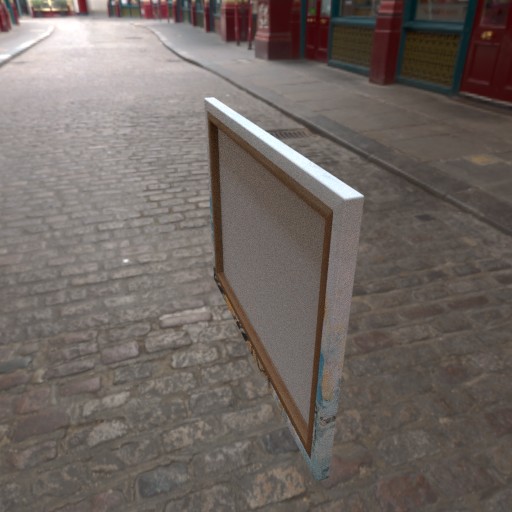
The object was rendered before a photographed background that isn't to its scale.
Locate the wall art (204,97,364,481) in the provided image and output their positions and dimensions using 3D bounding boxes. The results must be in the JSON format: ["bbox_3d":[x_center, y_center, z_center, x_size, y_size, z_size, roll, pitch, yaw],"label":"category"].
[{"bbox_3d":[0.000,0.000,1.350,0.038,0.762,1.016,-10,31,-17],"label":"wall art"}]
